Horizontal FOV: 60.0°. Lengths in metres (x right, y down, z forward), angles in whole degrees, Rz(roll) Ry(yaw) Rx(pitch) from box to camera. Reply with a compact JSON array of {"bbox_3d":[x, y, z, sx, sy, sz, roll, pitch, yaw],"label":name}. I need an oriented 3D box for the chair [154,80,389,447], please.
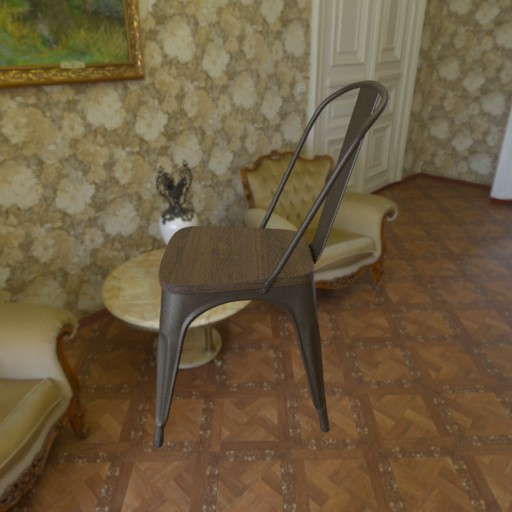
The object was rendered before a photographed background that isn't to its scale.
[{"bbox_3d":[0.000,0.000,1.146,0.532,0.844,0.451,-1,25,-2],"label":"chair"}]
